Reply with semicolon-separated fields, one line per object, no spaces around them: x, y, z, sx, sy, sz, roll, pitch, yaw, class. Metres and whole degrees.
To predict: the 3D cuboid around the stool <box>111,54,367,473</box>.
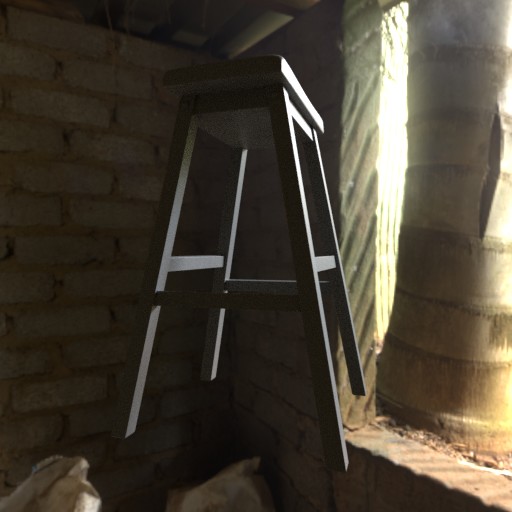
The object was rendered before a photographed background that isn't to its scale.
0.000;0.000;1.046;0.476;0.737;0.457;0;1;18;stool
